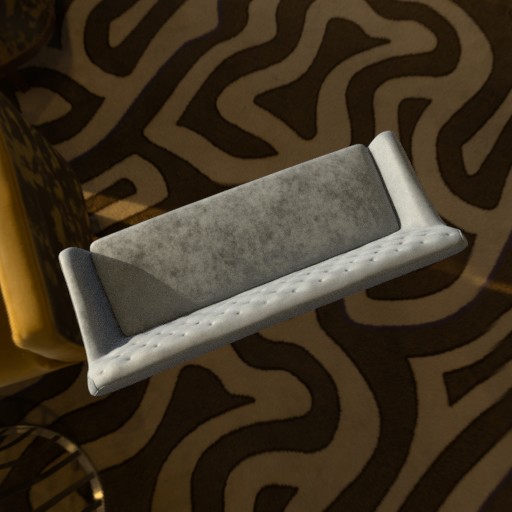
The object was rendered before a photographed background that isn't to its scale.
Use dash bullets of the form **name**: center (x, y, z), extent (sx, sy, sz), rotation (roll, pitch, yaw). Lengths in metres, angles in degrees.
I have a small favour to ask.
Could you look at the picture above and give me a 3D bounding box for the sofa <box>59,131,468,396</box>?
- **sofa**: center (0.000, 0.000, 2.477), extent (1.975, 0.832, 0.841), rotation (-21, 77, -5)
